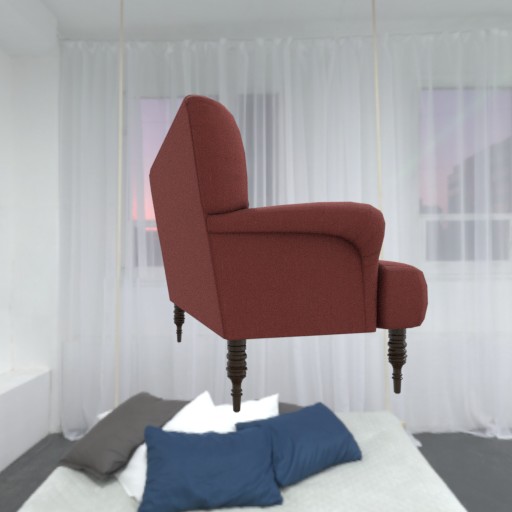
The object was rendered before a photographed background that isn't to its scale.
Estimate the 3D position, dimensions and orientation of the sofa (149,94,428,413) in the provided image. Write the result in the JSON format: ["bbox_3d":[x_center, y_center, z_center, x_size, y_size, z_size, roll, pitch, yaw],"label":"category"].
[{"bbox_3d":[0.000,0.000,1.848,0.779,0.889,1.297,0,0,-18],"label":"sofa"}]
